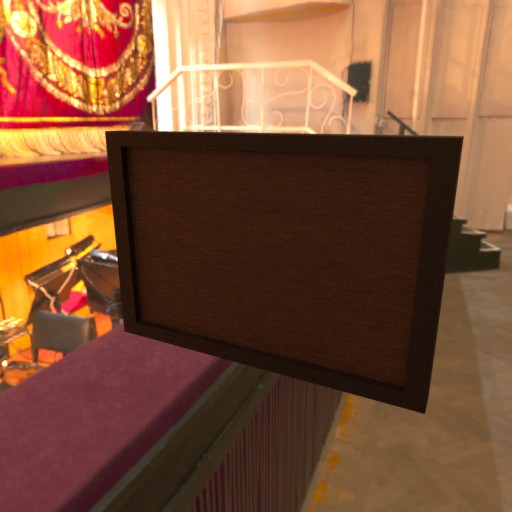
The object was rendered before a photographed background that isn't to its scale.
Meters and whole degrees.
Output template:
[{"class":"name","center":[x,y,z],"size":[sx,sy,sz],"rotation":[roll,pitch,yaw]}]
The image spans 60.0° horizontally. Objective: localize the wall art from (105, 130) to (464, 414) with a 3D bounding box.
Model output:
[{"class":"wall art","center":[0.000,0.000,0.853],"size":[0.671,0.456,0.051],"rotation":[9,19,26]}]
